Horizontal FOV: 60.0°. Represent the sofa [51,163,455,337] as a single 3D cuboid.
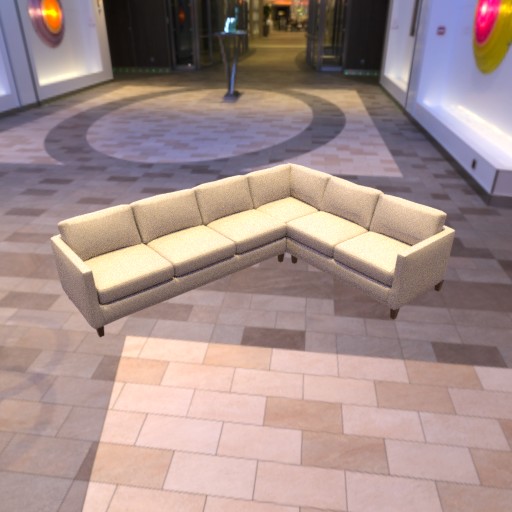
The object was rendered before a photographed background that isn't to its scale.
[{"bbox_3d":[0.000,0.000,4.583,3.333,0.934,2.522,-21,35,-34],"label":"sofa"}]
